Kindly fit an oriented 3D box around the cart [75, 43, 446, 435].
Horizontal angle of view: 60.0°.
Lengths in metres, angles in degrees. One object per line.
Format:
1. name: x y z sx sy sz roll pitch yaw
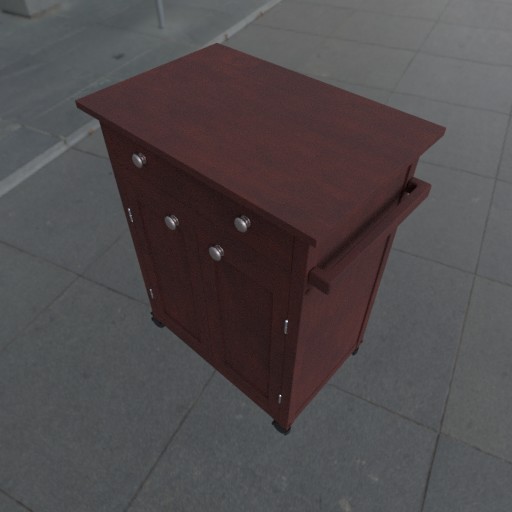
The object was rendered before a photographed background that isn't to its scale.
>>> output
1. cart: 0.000 0.000 1.250 0.683 0.864 0.442 33 55 28
